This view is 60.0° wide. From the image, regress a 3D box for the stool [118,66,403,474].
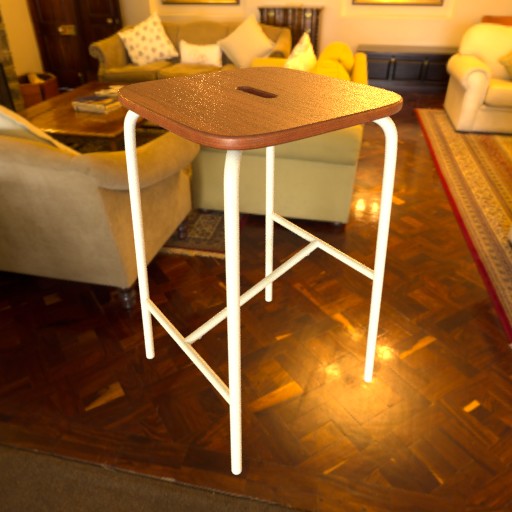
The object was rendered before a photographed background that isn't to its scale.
[{"bbox_3d":[0.000,0.000,0.858,0.376,0.610,0.376,-22,39,-30],"label":"stool"}]
